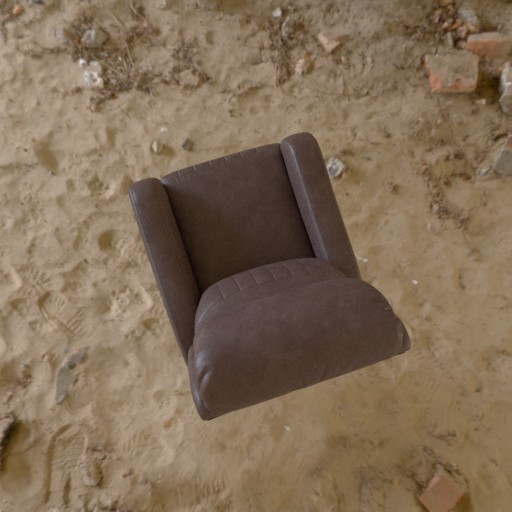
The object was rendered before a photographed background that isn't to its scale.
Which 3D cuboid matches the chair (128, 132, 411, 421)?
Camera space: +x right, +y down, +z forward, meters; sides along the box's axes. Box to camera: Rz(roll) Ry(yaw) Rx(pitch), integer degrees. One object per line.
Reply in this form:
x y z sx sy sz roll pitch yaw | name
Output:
0.000 0.000 1.838 0.865 1.067 1.067 -18 76 -5 | chair
